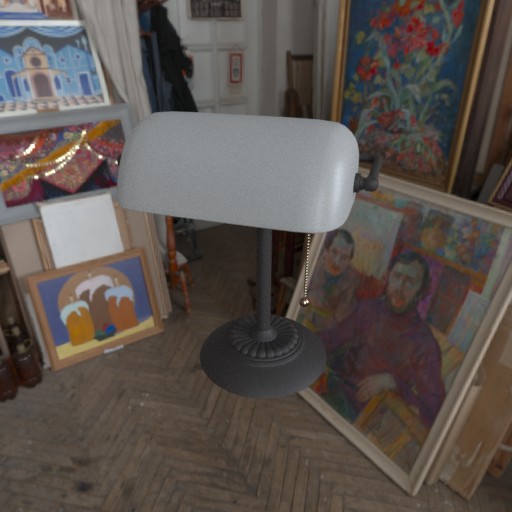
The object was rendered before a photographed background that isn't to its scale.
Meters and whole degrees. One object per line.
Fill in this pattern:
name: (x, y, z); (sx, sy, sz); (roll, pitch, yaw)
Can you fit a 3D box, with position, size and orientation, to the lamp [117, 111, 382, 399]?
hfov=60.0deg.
lamp: (0.000, 0.000, 0.528); (0.264, 0.339, 0.243); (9, 28, 16)
